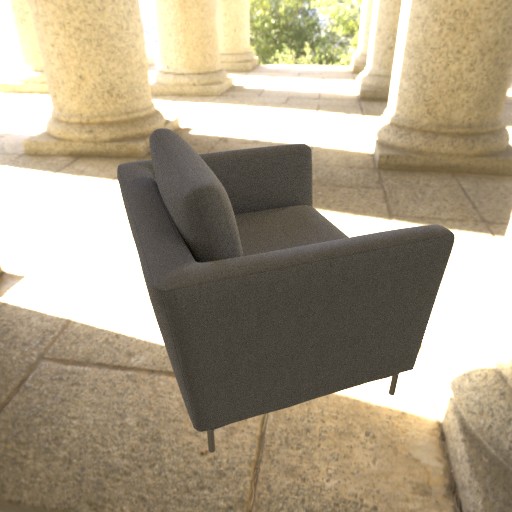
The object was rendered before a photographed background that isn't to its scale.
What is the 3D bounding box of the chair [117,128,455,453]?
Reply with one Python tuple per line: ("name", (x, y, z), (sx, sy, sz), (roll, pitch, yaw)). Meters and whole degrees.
("chair", (0.000, 0.000, 1.700), (0.889, 0.864, 1.041), (-10, 31, -17))
